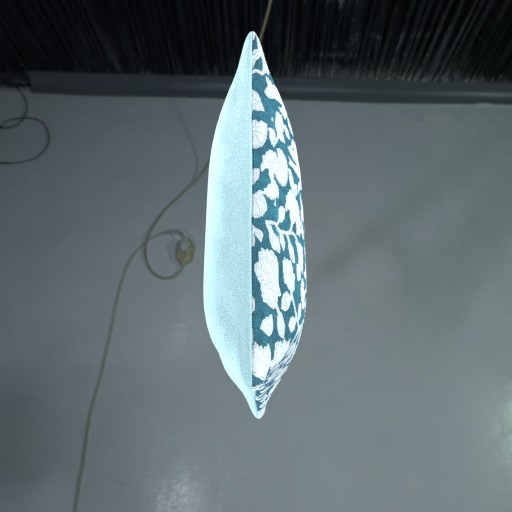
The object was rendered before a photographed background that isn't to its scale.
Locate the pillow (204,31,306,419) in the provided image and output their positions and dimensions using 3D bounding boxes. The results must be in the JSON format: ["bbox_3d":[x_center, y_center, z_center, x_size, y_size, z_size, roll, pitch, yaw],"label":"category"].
[{"bbox_3d":[0.000,0.000,0.799,0.166,0.508,0.525,0,67,0],"label":"pillow"}]
